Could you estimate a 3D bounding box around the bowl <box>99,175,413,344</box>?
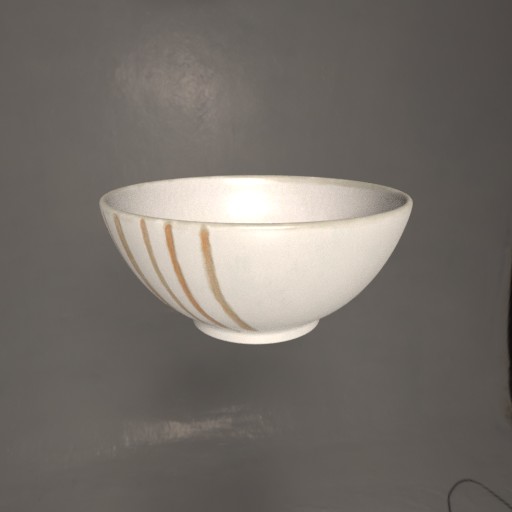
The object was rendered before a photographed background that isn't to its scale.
[{"bbox_3d":[0.000,0.000,0.417,0.268,0.121,0.268,0,17,0],"label":"bowl"}]
